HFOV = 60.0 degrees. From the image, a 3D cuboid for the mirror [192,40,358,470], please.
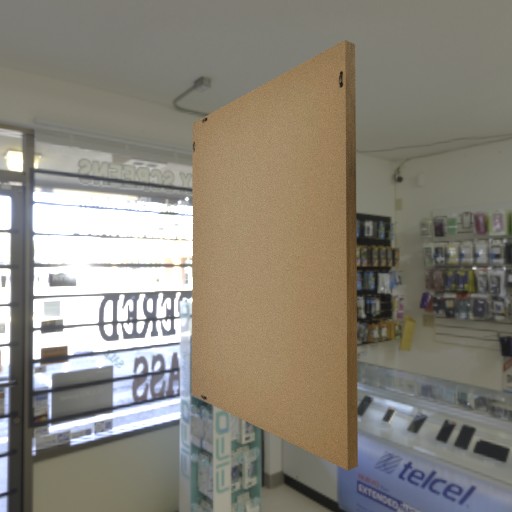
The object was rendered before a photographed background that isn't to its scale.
[{"bbox_3d":[0.000,0.000,1.360,0.041,1.016,0.762,1,-2,-36],"label":"mirror"}]
